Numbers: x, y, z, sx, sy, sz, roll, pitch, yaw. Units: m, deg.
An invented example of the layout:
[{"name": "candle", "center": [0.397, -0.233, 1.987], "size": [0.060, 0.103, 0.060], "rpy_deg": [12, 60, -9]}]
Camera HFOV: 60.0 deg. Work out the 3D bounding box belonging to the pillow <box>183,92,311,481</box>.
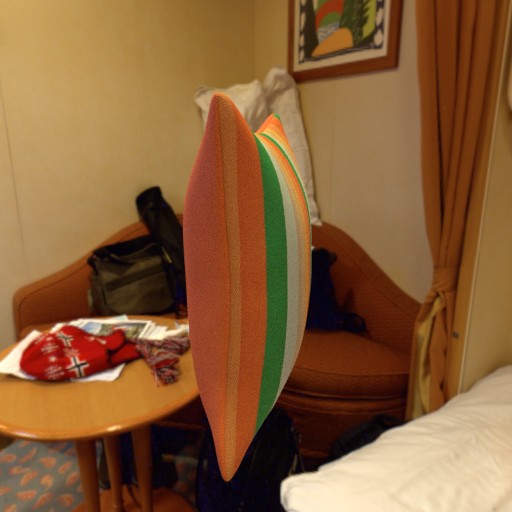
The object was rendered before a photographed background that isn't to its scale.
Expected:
[{"name": "pillow", "center": [0.000, 0.000, 0.690], "size": [0.169, 0.444, 0.453], "rpy_deg": [2, 15, 9]}]
